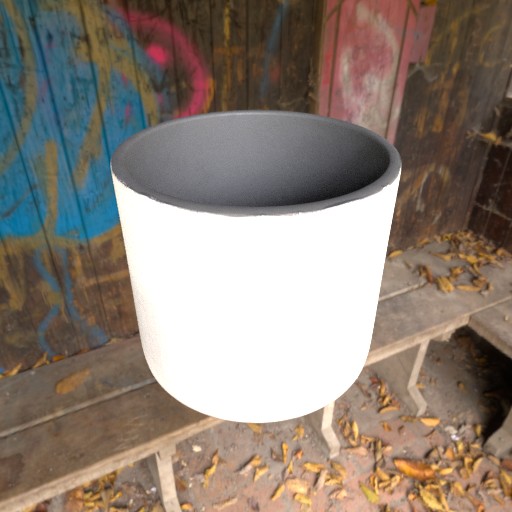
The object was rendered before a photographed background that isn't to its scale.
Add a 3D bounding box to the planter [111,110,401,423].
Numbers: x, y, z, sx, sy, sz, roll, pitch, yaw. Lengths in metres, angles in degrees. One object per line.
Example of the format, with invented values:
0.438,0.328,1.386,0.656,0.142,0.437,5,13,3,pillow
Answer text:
0.000,0.000,0.395,0.221,0.201,0.221,0,33,0,planter
